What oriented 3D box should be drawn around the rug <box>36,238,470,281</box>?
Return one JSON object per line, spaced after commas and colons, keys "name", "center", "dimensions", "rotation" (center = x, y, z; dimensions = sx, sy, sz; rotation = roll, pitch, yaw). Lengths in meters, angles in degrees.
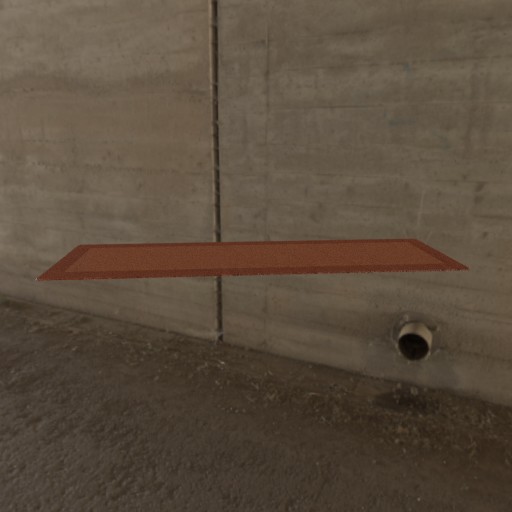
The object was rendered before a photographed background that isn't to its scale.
{"name": "rug", "center": [0.000, 0.000, 2.821], "dimensions": [2.471, 0.013, 0.914], "rotation": [-2, 16, -8]}
